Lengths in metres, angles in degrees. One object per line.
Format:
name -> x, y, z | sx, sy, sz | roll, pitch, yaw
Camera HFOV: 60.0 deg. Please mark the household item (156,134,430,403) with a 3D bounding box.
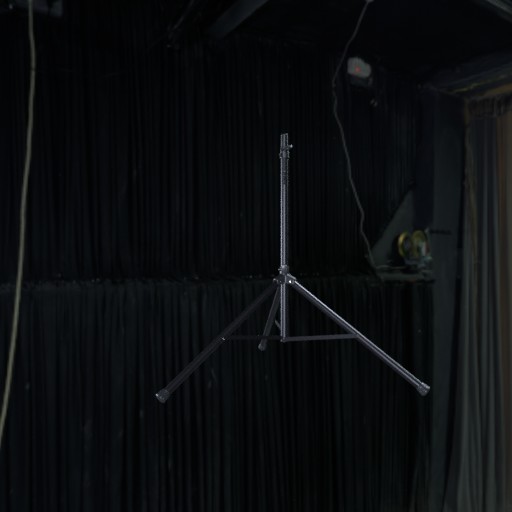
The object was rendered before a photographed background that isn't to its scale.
household item -> 0.000, 0.000, 2.793 | 1.339, 1.595, 1.596 | 0, 0, -35
